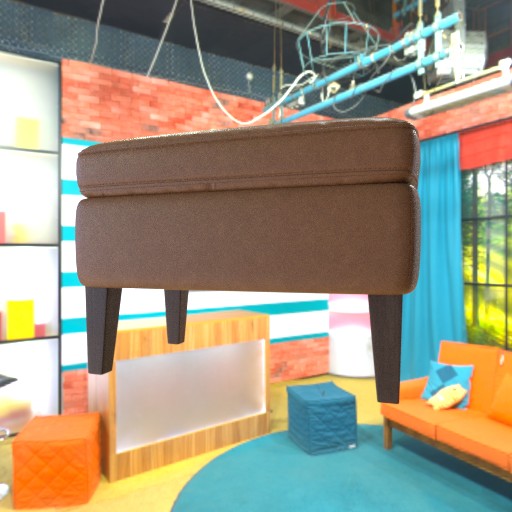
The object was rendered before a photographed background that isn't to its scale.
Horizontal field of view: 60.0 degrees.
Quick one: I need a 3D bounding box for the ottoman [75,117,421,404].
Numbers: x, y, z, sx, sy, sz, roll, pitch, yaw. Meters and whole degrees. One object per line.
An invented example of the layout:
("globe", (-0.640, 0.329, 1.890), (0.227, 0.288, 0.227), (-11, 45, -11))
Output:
("ottoman", (0.000, 0.000, 0.965), (0.670, 0.480, 0.420), (0, 0, 18))
